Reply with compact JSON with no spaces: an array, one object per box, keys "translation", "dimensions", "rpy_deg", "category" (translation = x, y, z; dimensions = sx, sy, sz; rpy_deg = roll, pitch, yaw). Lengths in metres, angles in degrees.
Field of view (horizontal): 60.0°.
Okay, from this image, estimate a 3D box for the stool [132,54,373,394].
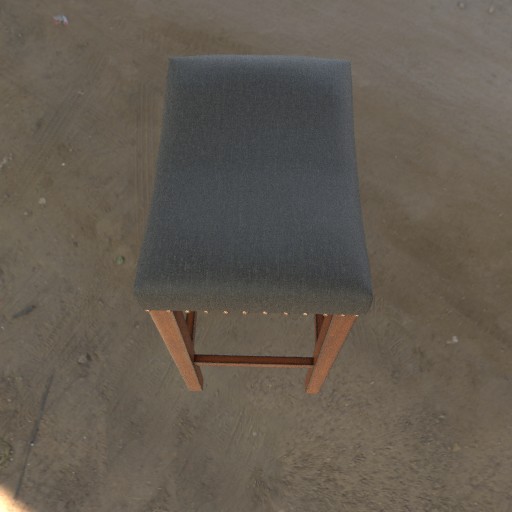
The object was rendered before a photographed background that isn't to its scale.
[{"translation":[0.000,0.000,1.036],"dimensions":[0.366,0.748,0.502],"rpy_deg":[1,64,1],"category":"stool"}]
